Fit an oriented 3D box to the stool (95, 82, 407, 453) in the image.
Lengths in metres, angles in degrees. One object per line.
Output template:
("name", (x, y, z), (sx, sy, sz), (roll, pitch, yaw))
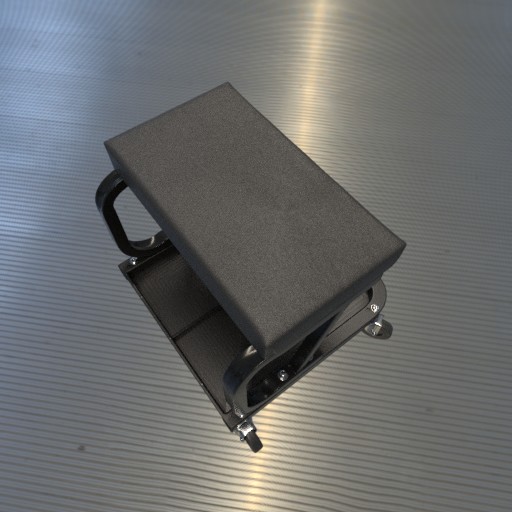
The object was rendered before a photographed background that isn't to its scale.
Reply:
("stool", (0.000, 0.000, 0.730), (0.371, 0.380, 0.446), (-33, 65, -18))
